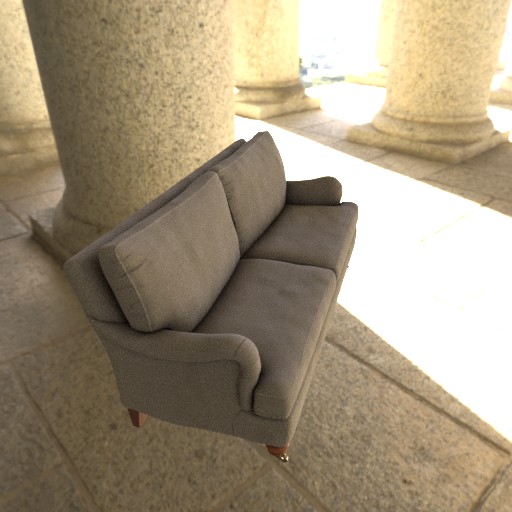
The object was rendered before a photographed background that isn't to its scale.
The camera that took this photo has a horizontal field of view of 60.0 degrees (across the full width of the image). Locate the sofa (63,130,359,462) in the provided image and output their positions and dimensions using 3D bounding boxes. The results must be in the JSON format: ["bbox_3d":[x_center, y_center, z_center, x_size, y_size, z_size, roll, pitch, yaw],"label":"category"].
[{"bbox_3d":[0.000,0.000,2.845,1.069,1.096,2.193,10,31,17],"label":"sofa"}]
